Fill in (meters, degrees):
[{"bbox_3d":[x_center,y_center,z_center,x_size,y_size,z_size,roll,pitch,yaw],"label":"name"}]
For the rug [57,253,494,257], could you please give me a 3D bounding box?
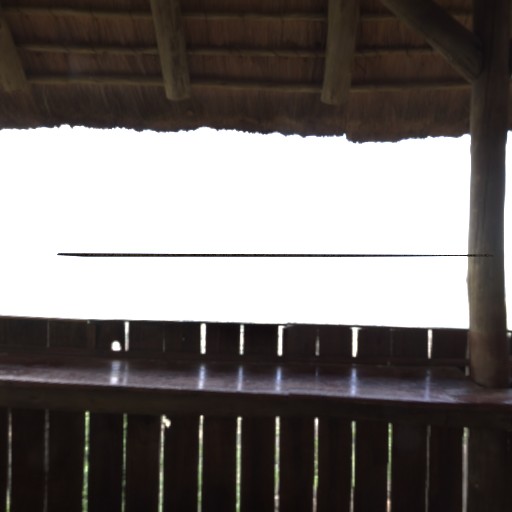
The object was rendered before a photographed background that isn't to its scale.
[{"bbox_3d":[0.000,0.000,4.185,3.204,0.017,2.448,0,0,-18],"label":"rug"}]
